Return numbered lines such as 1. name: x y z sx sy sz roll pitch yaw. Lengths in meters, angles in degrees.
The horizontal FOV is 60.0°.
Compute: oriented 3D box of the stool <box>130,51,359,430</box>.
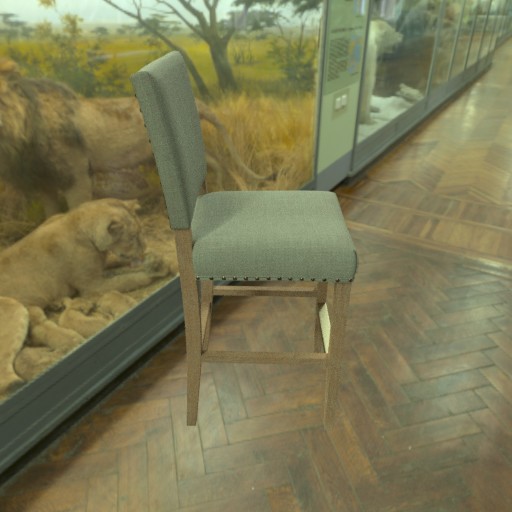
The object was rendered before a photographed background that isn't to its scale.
1. stool: 0.000 0.000 1.476 0.585 1.203 0.445 0 30 1
